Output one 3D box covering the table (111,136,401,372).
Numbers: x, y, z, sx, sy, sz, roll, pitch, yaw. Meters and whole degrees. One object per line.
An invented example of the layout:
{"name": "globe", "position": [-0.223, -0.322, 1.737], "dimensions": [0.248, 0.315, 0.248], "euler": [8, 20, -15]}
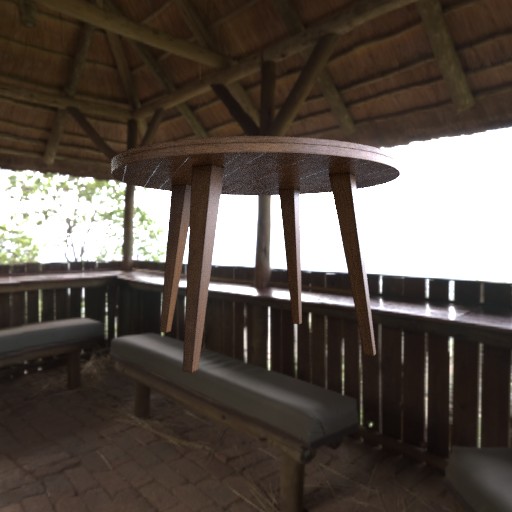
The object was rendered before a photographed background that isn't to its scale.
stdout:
{"name": "table", "position": [0.000, 0.000, 1.965], "dimensions": [1.213, 0.764, 1.213], "euler": [0, 2, 0]}
